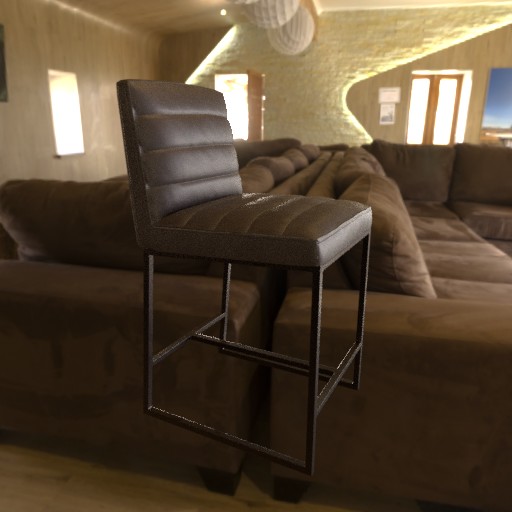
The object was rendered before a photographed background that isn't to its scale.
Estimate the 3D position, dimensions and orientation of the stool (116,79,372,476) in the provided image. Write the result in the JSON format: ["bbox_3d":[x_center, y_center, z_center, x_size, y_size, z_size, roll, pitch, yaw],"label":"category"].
[{"bbox_3d":[0.000,0.000,1.264,0.562,0.946,0.463,8,18,27],"label":"stool"}]
